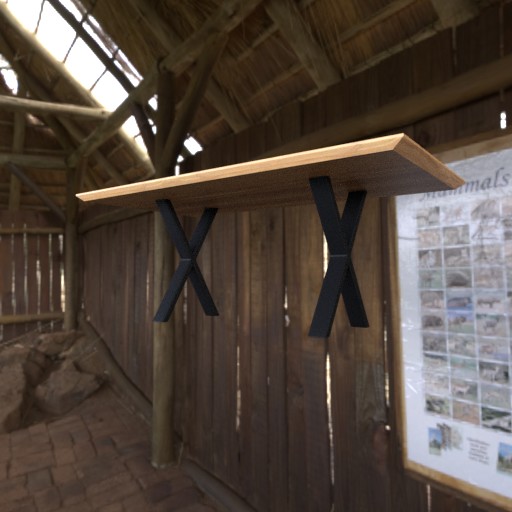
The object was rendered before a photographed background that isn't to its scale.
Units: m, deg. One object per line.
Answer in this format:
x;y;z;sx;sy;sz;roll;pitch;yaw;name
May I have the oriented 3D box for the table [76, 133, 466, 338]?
0.000;0.000;2.503;2.000;0.770;1.000;-2;-3;36;table
